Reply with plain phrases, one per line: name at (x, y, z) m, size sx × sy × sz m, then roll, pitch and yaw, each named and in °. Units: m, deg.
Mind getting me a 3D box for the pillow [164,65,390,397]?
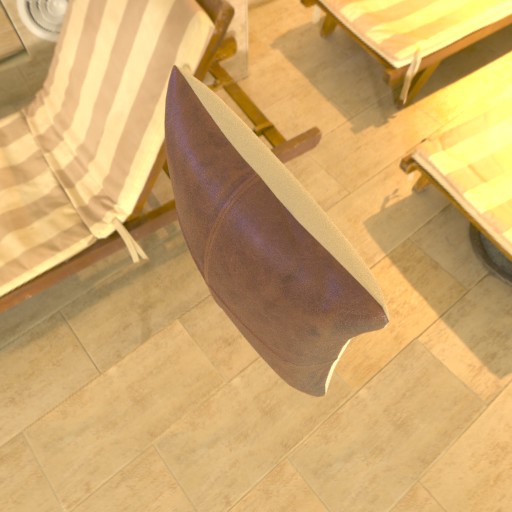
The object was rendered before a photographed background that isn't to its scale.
pillow at (0.000, 0.000, 0.756) m, size 0.192 × 0.470 × 0.484 m, roll -30°, pitch 66°, yaw -15°
